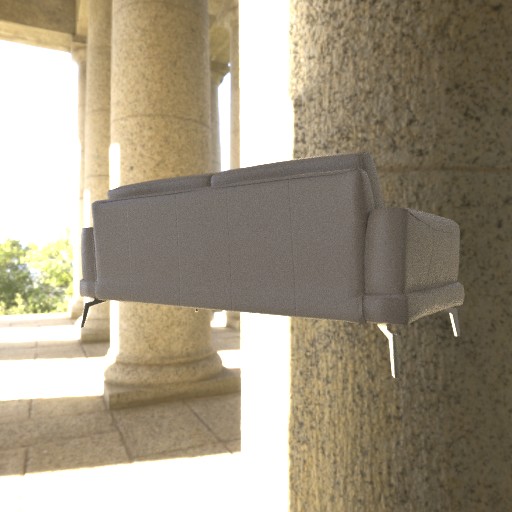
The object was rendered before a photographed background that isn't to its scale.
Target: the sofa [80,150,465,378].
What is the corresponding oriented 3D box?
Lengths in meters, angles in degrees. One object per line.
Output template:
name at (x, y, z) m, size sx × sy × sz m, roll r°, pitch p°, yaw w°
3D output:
sofa at (0.000, 0.000, 2.710) m, size 2.177 × 0.930 × 1.121 m, roll 0°, pitch 0°, yaw 36°
